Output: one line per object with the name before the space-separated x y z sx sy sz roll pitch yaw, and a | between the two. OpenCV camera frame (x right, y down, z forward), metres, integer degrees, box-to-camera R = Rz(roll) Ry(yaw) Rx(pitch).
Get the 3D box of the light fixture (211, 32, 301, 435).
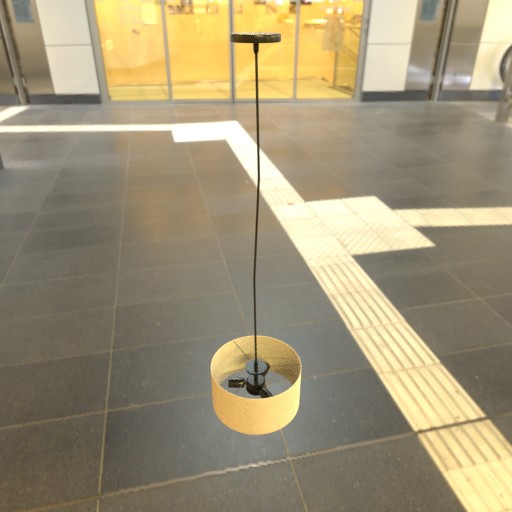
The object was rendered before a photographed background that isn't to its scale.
light fixture | 0.000 0.000 1.687 0.399 1.516 0.399 0 29 0
